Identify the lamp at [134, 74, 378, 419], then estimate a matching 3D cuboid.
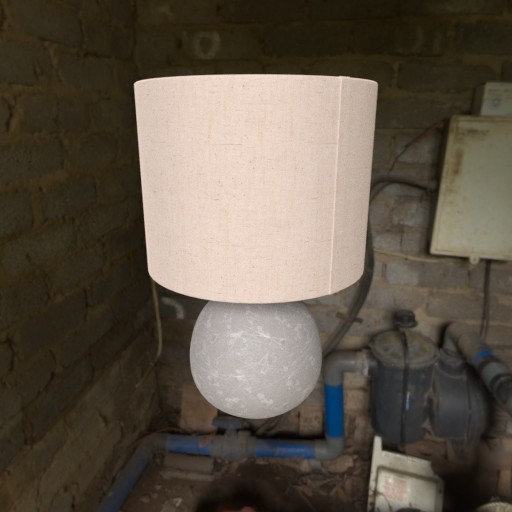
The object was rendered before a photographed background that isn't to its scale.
[{"bbox_3d":[0.000,0.000,0.566,0.269,0.409,0.269,-8,19,-25],"label":"lamp"}]
